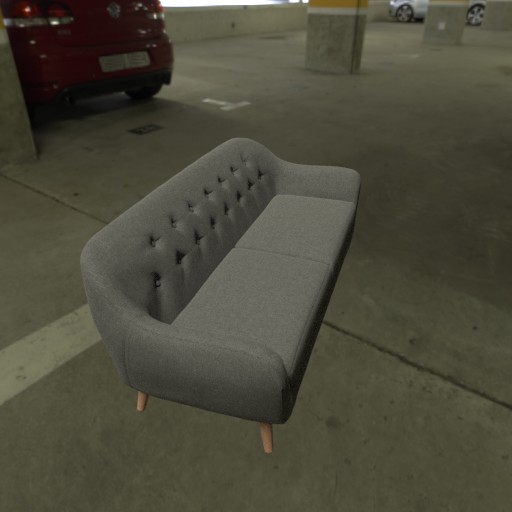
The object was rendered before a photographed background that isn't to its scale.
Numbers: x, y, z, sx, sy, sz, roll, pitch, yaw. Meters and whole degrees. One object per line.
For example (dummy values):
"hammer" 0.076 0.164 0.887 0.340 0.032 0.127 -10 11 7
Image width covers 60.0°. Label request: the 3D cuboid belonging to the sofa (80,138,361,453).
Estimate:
"sofa" 0.000 0.000 2.272 0.820 0.820 1.840 10 32 17
